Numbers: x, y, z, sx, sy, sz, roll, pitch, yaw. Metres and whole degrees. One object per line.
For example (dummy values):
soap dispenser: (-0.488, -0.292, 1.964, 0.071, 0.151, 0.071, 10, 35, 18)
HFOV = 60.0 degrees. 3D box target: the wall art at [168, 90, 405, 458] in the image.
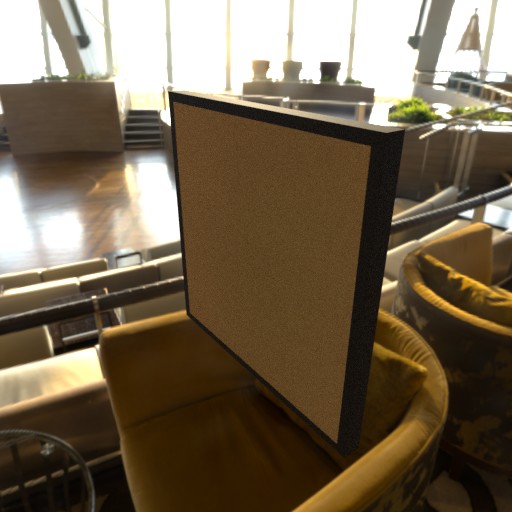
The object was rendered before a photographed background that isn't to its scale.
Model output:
wall art: (0.000, 0.000, 0.781, 0.033, 0.507, 0.508, -19, 32, -33)
